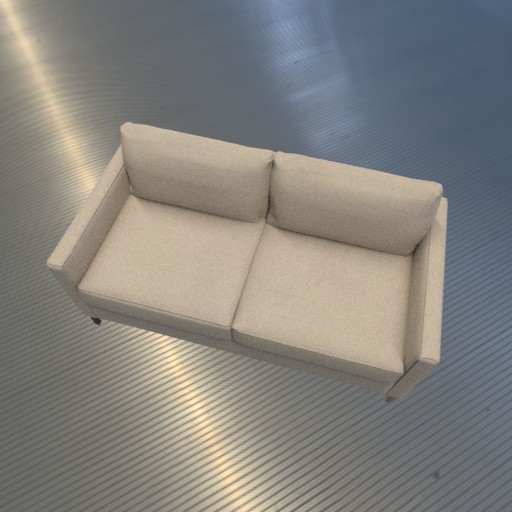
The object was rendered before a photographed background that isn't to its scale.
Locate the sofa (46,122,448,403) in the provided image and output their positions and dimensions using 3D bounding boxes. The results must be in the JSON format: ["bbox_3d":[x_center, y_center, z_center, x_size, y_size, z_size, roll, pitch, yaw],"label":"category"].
[{"bbox_3d":[0.000,0.000,2.160,1.682,0.840,0.875,13,58,8],"label":"sofa"}]
